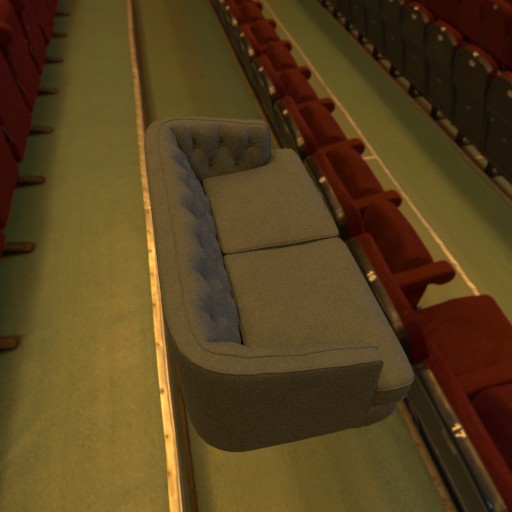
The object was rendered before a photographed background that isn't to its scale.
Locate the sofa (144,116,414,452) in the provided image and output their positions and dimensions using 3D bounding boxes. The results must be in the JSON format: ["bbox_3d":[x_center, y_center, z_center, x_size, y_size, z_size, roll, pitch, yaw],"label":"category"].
[{"bbox_3d":[0.000,0.000,2.276,0.941,0.855,1.733,-10,47,-9],"label":"sofa"}]
